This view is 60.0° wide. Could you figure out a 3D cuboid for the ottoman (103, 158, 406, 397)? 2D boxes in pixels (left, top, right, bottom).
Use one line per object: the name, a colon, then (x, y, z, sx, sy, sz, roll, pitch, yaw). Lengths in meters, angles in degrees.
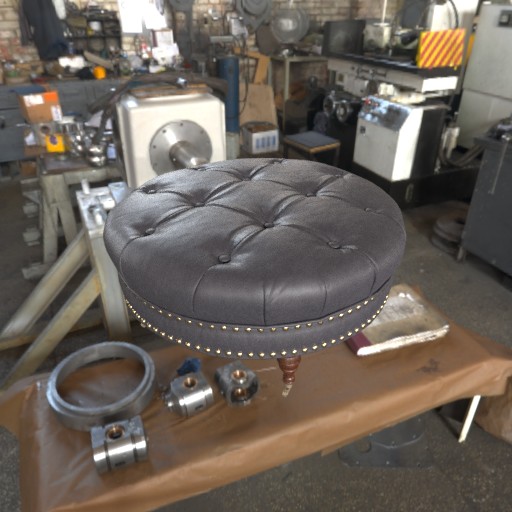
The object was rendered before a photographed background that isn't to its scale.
ottoman: (0.000, 0.000, 1.427, 0.901, 0.439, 0.901, 0, 30, 0)
